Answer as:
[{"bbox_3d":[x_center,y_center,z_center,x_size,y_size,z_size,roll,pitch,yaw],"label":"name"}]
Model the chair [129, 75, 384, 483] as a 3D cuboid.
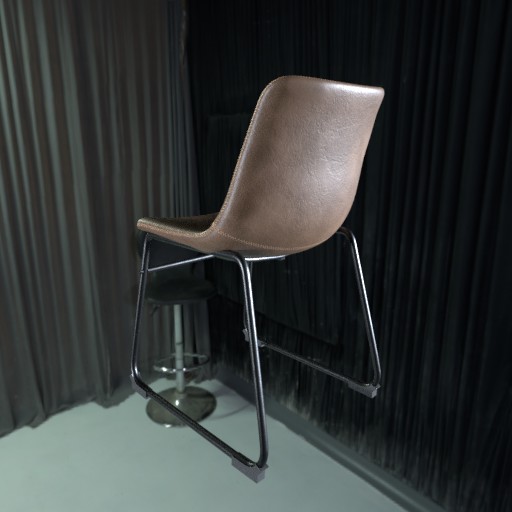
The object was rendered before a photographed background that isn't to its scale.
[{"bbox_3d":[0.000,0.000,1.113,0.460,0.780,0.551,-14,21,-43],"label":"chair"}]
